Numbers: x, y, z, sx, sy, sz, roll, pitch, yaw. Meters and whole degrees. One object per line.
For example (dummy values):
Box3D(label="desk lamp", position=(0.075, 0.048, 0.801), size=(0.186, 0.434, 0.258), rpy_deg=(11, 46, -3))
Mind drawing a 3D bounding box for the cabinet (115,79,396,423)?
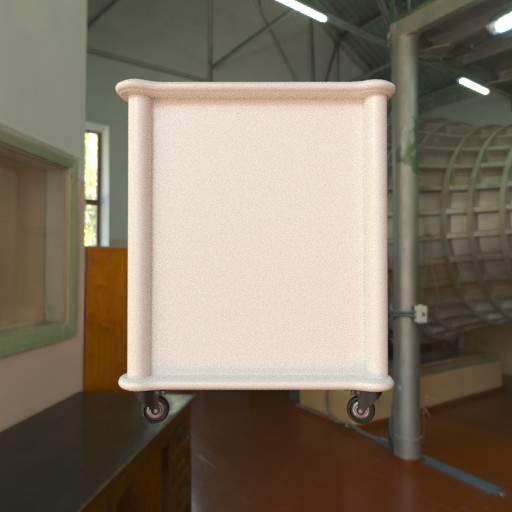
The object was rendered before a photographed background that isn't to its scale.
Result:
Box3D(label="cabinet", position=(0.000, 0.000, 1.257), size=(0.627, 0.761, 0.628), rpy_deg=(0, -1, 0))
